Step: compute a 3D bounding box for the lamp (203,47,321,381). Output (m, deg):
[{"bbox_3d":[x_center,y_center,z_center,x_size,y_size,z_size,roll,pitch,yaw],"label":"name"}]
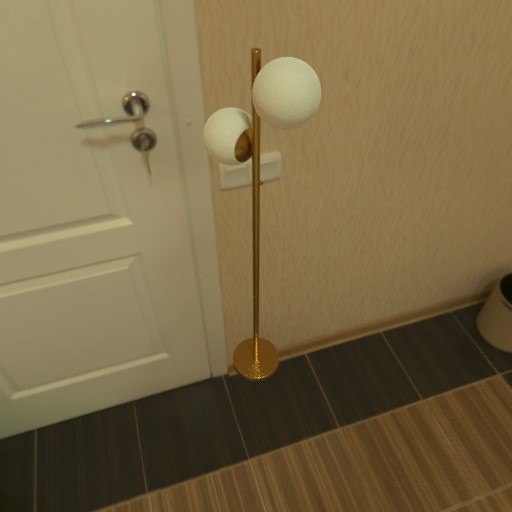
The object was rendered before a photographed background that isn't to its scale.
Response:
[{"bbox_3d":[0.000,0.000,1.801,0.419,1.641,0.249,34,55,28],"label":"lamp"}]
